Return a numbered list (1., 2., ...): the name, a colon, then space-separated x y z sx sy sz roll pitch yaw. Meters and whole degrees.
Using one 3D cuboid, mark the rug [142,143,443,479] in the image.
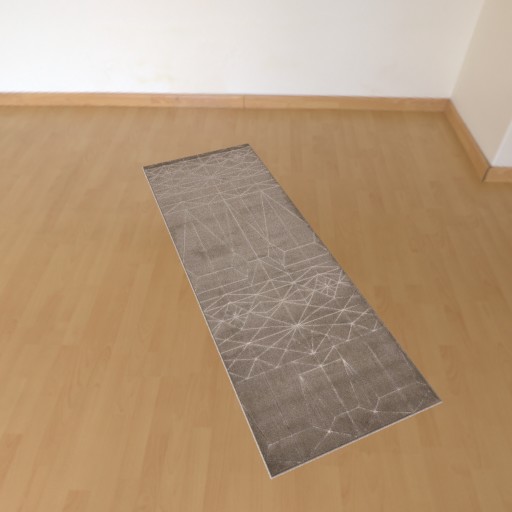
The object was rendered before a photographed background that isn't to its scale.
1. rug: 0.000 0.000 2.688 0.864 0.012 2.388 -17 48 -16
